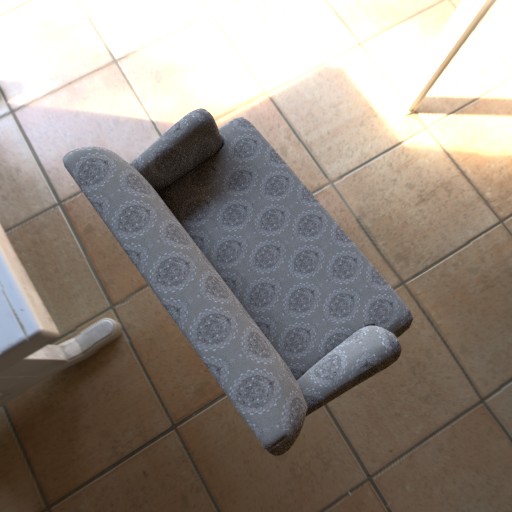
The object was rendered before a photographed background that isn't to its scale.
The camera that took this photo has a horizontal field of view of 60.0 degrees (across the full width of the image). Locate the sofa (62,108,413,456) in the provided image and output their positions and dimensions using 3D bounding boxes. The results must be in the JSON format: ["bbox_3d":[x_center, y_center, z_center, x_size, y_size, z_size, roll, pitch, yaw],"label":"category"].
[{"bbox_3d":[0.000,0.000,1.827,0.779,0.889,1.297,-36,78,-9],"label":"sofa"}]
